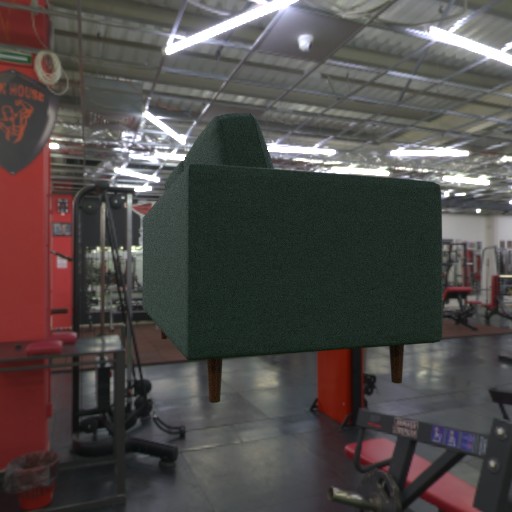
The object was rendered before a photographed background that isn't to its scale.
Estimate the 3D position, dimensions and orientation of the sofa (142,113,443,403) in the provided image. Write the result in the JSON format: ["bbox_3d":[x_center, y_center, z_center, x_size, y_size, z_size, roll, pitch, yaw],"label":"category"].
[{"bbox_3d":[0.000,0.000,1.999,0.879,0.899,1.430,0,-1,-19],"label":"sofa"}]
